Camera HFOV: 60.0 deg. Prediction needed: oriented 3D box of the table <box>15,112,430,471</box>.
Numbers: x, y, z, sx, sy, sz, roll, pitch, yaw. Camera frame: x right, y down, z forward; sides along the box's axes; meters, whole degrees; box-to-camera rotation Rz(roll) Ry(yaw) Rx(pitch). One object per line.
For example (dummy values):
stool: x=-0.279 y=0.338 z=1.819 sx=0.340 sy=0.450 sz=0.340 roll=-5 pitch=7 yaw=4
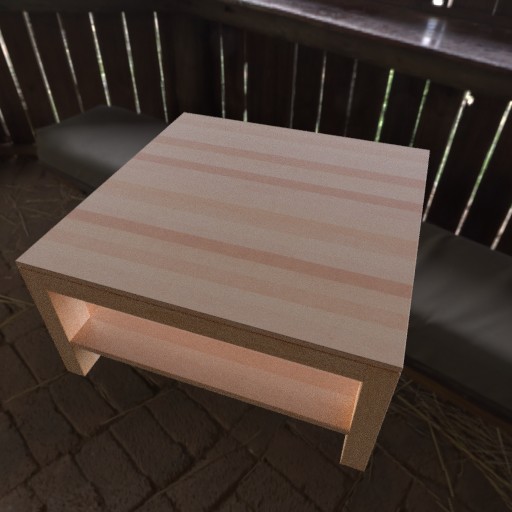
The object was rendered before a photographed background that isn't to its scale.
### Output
table: x=0.000 y=0.000 z=1.409 sx=0.900 sy=0.450 sz=0.900 roll=13 pitch=43 yaw=14
